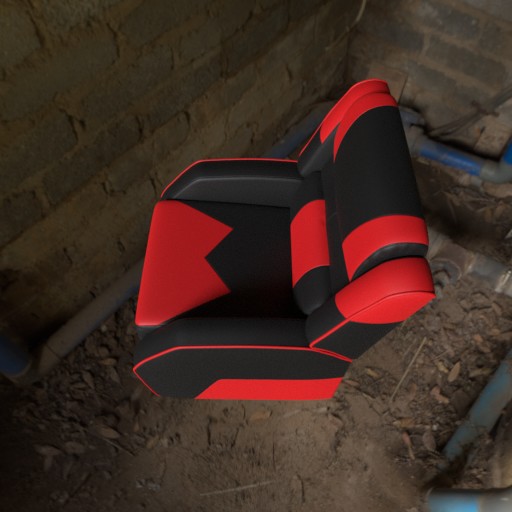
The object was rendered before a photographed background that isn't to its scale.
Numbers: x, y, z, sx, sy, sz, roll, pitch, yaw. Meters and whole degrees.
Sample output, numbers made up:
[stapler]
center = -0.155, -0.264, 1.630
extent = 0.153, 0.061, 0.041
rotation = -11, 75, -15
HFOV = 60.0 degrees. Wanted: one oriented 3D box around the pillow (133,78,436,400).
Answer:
[pillow]
center = 0.000, 0.000, 1.263
extent = 0.672, 0.805, 0.620
rotation = 1, 58, 0
